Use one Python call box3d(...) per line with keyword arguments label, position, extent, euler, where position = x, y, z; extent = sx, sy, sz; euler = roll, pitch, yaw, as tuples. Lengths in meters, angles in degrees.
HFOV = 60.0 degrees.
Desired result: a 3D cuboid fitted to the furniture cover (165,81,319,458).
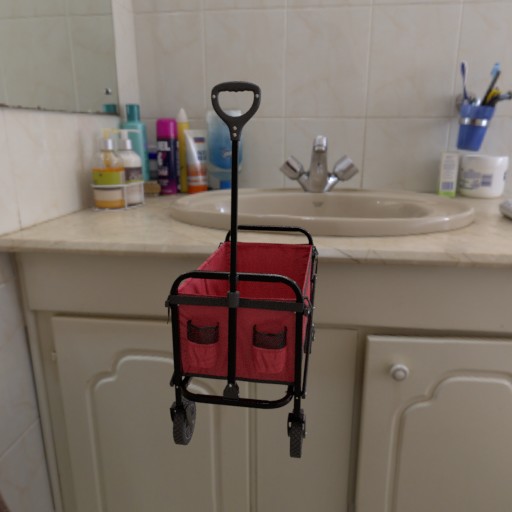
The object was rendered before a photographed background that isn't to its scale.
box3d(label="furniture cover", position=(0.000, 0.000, 1.866), extent=(0.532, 1.295, 1.038), euler=(2, 15, 9))
